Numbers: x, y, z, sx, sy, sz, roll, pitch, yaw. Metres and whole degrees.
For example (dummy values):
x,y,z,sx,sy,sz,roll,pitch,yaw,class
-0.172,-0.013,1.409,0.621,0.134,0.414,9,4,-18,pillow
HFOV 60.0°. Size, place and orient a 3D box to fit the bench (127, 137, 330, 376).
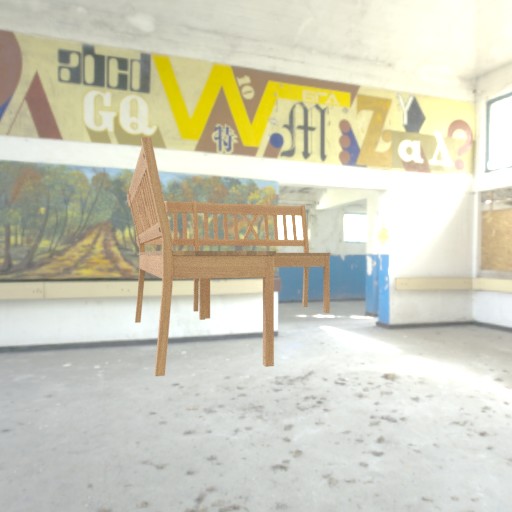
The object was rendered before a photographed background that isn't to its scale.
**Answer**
x,y,z,sx,sy,sz,roll,pitch,yaw,class
0.000,0.000,2.815,1.537,0.902,1.937,0,0,-18,bench
